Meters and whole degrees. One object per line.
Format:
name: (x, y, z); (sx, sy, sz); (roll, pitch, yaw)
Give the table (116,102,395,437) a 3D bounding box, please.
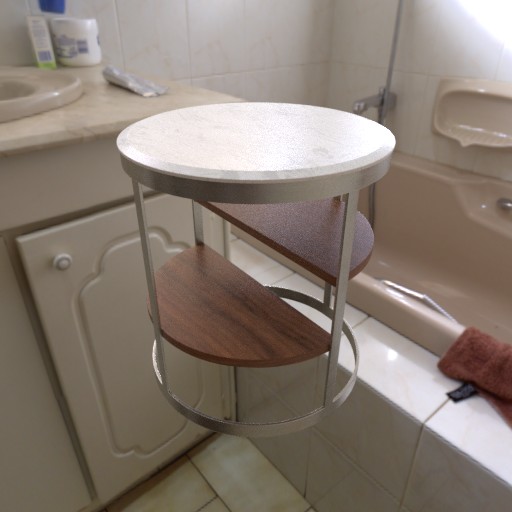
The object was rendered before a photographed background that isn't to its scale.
table: (0.000, 0.000, 0.780); (0.407, 0.447, 0.407); (0, 30, 0)
